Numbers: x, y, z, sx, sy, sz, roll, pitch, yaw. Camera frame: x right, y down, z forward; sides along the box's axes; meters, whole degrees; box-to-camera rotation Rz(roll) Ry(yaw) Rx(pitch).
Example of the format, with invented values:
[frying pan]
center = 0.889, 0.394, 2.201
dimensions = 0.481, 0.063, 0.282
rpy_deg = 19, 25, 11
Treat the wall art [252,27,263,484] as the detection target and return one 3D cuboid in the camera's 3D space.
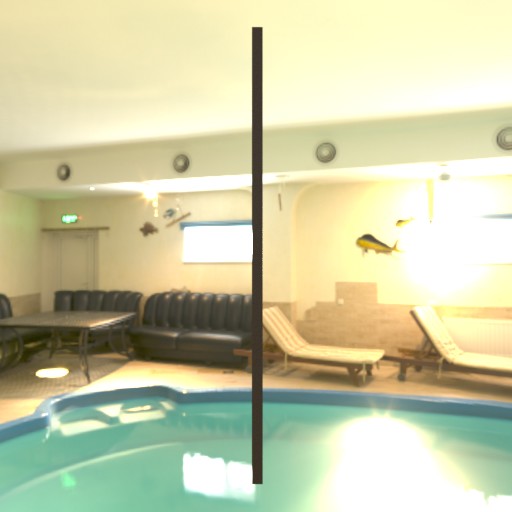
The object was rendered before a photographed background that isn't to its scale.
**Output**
[wall art]
center = 0.000, 0.000, 0.707
dimensions = 0.013, 0.534, 0.381
rpy_deg = 0, 0, 0
